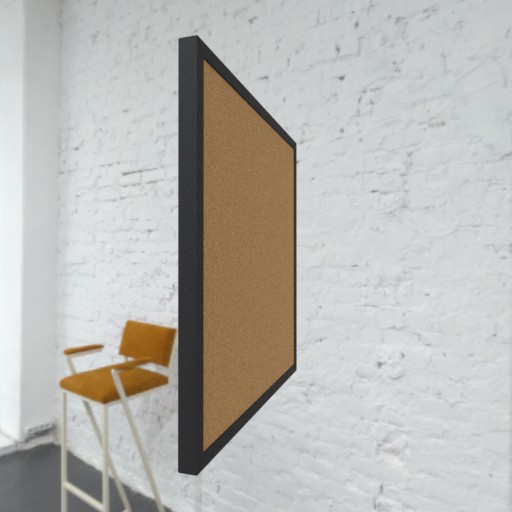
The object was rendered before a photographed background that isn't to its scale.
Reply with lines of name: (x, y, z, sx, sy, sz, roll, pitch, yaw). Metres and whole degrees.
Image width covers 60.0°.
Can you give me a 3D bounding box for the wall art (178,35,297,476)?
wall art: (0.000, 0.000, 1.133, 0.037, 0.763, 0.763, 0, 0, 18)
